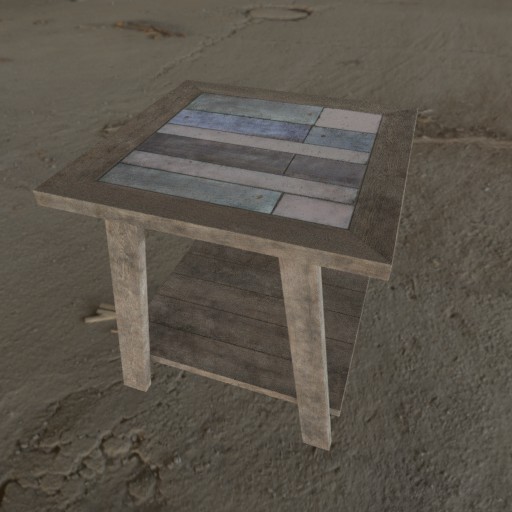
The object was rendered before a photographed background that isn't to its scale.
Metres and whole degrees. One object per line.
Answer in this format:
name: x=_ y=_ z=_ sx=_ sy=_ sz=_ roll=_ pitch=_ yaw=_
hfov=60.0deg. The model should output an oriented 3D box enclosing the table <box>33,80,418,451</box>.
table: x=0.000 y=0.000 z=1.107 sx=0.610 sy=0.610 sz=0.610 roll=12 pitch=41 yaw=14
